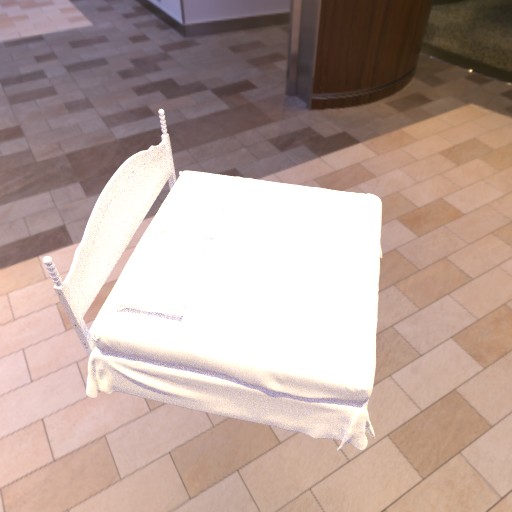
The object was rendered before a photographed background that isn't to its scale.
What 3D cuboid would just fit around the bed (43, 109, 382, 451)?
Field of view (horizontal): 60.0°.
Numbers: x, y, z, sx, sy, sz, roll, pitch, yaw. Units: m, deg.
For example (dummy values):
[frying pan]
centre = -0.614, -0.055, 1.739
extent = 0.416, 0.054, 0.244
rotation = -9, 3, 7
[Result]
[bed]
centre = 0.000, 0.000, 3.594
extent = 2.219, 1.355, 2.322
rotation = 9, 47, 9
